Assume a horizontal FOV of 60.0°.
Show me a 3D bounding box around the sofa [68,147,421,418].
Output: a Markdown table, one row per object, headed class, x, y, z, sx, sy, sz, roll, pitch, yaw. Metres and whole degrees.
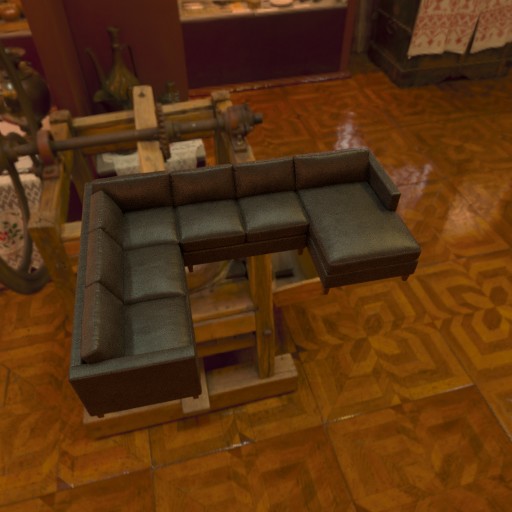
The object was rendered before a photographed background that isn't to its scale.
| class | x | y | z | sx | sy | sz | roll | pitch | yaw |
| --- | --- | --- | --- | --- | --- | --- | --- | --- | --- |
| sofa | 0.000 | 0.000 | 4.493 | 3.324 | 0.891 | 2.452 | -9 | 46 | -9 |
